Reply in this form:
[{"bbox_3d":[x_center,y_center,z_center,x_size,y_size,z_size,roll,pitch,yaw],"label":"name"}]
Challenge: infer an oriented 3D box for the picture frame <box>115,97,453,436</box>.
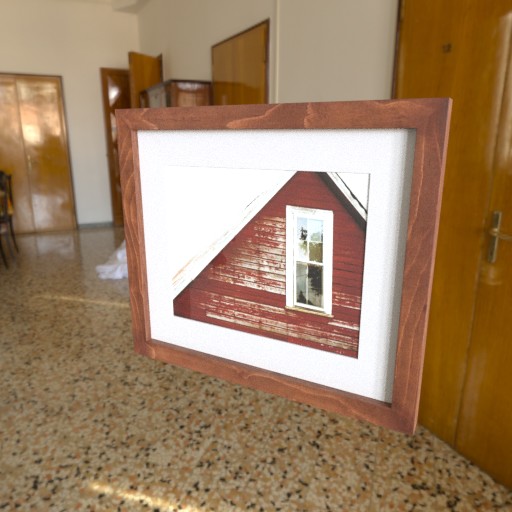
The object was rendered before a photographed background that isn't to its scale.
[{"bbox_3d":[0.000,0.000,0.511,0.381,0.330,0.025,8,17,27],"label":"picture frame"}]
